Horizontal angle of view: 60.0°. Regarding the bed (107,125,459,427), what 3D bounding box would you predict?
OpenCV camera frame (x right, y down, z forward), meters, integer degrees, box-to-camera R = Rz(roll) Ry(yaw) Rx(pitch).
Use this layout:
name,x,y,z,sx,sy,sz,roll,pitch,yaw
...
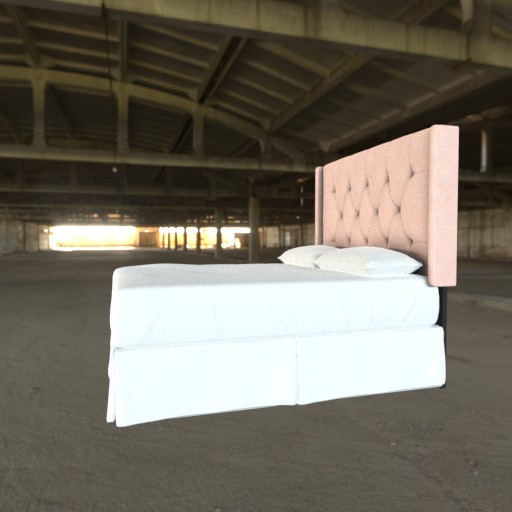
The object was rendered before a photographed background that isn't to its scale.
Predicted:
name,x,y,z,sx,sy,sz,roll,pitch,yaw
bed,0.000,0.000,3.243,2.066,1.665,1.719,-1,2,-17
